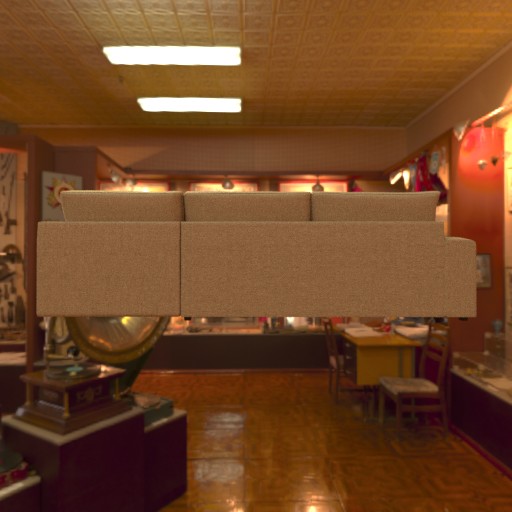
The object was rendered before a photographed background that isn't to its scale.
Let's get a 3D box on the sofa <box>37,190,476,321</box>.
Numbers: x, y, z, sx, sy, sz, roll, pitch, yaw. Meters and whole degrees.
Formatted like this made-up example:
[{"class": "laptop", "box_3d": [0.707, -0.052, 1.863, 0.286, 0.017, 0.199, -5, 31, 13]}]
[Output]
[{"class": "sofa", "box_3d": [0.000, 0.000, 3.993, 2.622, 0.800, 2.742, 0, 0, 0]}]
